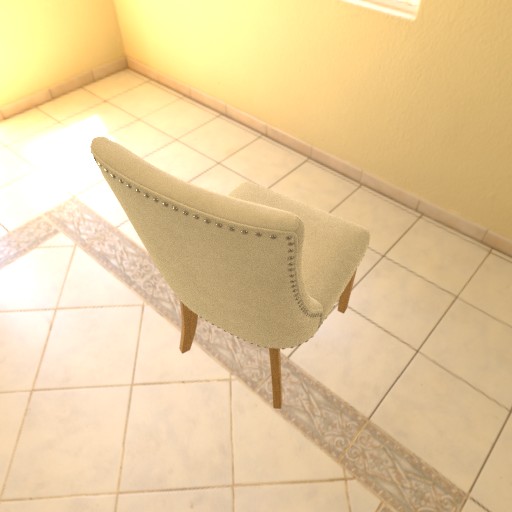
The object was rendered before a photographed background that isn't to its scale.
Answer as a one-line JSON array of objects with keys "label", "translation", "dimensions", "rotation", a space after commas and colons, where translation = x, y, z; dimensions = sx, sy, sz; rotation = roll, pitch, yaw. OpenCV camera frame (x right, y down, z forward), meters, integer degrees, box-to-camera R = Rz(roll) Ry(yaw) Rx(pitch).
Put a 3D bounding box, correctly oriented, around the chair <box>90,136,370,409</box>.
[{"label": "chair", "translation": [0.000, 0.000, 1.266], "dimensions": [0.495, 0.902, 0.610], "rotation": [25, 53, 21]}]
